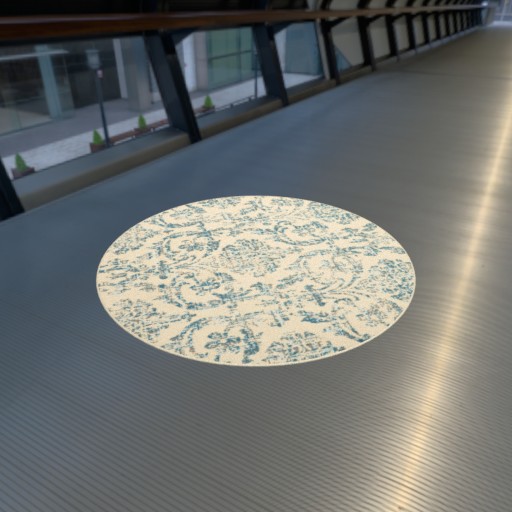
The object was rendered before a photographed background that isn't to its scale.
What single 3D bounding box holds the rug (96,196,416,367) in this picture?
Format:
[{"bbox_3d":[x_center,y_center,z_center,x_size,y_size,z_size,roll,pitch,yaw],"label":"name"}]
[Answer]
[{"bbox_3d":[0.000,0.000,2.313,1.593,0.012,1.593,0,31,0],"label":"rug"}]
